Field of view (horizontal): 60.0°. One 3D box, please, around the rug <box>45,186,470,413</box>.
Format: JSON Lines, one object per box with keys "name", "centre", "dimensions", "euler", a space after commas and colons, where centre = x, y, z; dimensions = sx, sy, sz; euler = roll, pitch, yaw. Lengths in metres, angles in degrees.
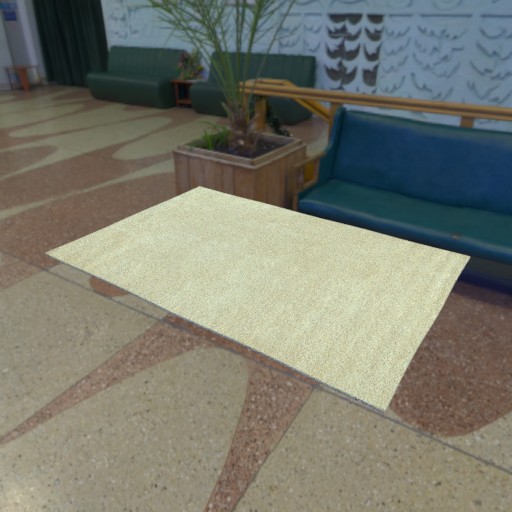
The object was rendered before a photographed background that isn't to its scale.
{"name": "rug", "centre": [0.000, 0.000, 3.380], "dimensions": [2.699, 0.025, 1.800], "euler": [18, 34, 30]}
